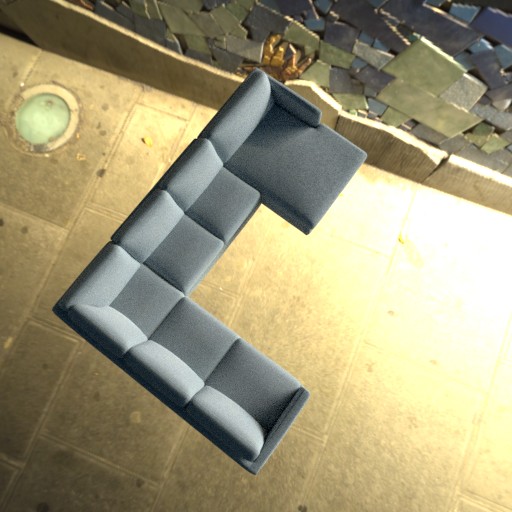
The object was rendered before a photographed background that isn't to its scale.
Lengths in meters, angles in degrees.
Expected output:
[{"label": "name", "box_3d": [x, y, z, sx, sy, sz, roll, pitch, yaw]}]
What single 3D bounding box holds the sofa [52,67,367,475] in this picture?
[{"label": "sofa", "box_3d": [0.000, 0.000, 4.702, 2.551, 0.889, 3.403, 36, 80, 8]}]
